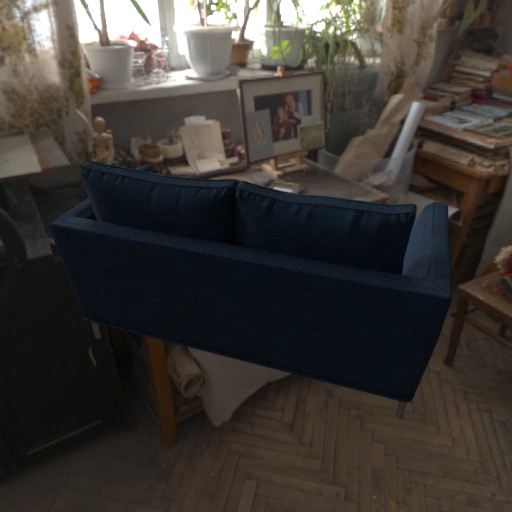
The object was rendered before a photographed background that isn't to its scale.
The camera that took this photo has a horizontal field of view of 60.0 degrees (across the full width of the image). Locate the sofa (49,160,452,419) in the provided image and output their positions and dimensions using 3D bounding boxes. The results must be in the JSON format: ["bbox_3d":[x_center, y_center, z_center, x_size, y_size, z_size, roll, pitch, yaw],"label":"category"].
[{"bbox_3d":[0.000,0.000,2.277,1.770,1.002,0.853,10,33,16],"label":"sofa"}]
